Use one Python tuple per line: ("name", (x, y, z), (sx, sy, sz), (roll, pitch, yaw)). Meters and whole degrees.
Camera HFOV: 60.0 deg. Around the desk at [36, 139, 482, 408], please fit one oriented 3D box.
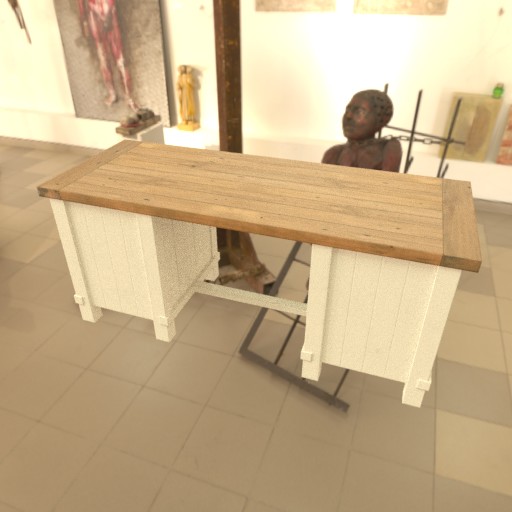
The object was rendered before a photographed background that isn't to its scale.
("desk", (0.000, 0.000, 2.176), (1.803, 0.760, 0.688), (11, 34, 16))
